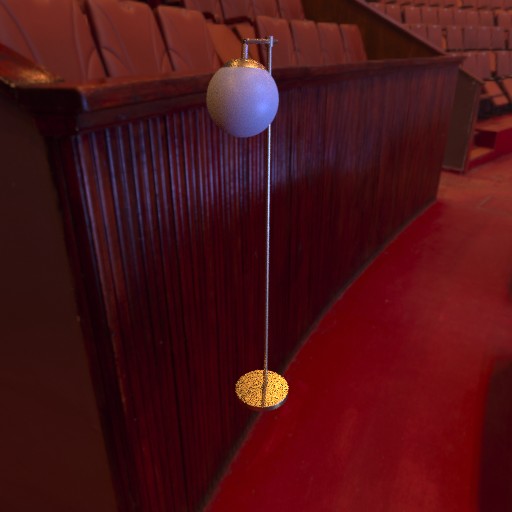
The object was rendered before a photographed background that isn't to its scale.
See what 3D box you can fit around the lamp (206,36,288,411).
[{"bbox_3d":[0.000,0.000,1.690,0.249,1.505,0.476,8,27,16],"label":"lamp"}]
